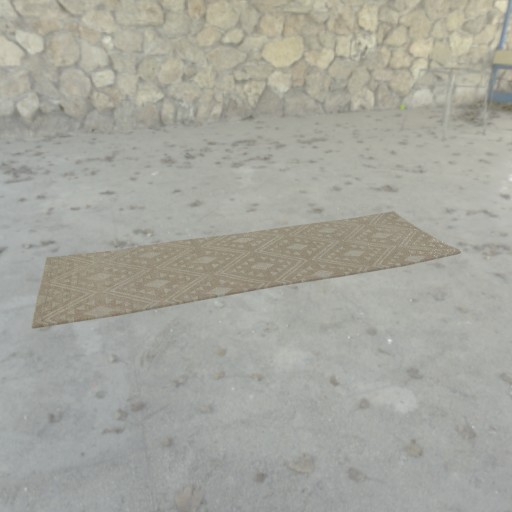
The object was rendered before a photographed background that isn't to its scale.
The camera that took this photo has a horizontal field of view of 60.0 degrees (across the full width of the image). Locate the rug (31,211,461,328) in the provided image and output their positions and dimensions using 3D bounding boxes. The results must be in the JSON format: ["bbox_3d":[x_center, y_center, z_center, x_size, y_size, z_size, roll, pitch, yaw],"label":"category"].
[{"bbox_3d":[0.000,0.000,2.726,2.452,0.051,0.752,-8,28,-16],"label":"rug"}]
